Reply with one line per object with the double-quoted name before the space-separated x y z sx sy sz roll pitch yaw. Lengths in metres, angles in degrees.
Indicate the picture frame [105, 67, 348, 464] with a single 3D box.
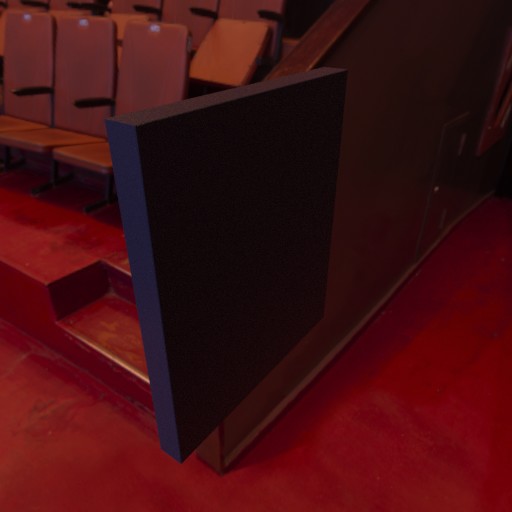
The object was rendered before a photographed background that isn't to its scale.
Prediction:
"picture frame" 0.000 0.000 0.526 0.034 0.378 0.328 21 36 31
